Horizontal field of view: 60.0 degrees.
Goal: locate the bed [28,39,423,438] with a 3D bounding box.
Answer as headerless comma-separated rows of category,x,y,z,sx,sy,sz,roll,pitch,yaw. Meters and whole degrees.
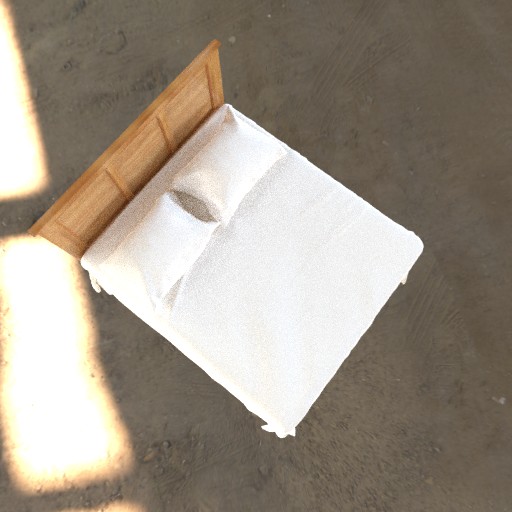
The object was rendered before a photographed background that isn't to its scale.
bed,0.000,0.000,3.121,2.035,1.273,1.870,38,78,9
